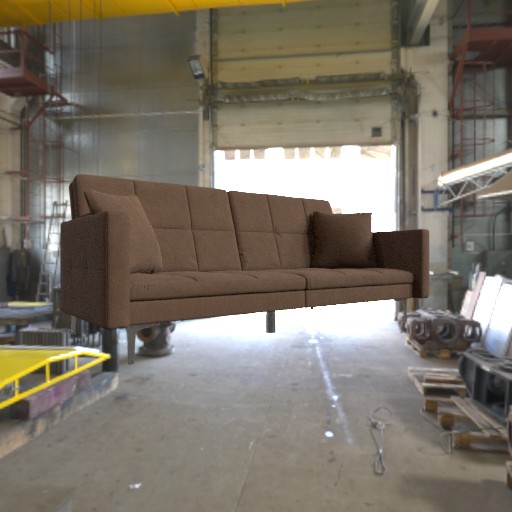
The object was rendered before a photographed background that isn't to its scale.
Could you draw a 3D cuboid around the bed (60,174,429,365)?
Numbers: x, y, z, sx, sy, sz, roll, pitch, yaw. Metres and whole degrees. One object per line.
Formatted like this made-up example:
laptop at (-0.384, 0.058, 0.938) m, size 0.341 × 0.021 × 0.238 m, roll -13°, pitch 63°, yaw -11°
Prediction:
bed at (0.000, 0.000, 2.390) m, size 1.905 × 0.787 × 0.889 m, roll 0°, pitch 0°, yaw -37°
